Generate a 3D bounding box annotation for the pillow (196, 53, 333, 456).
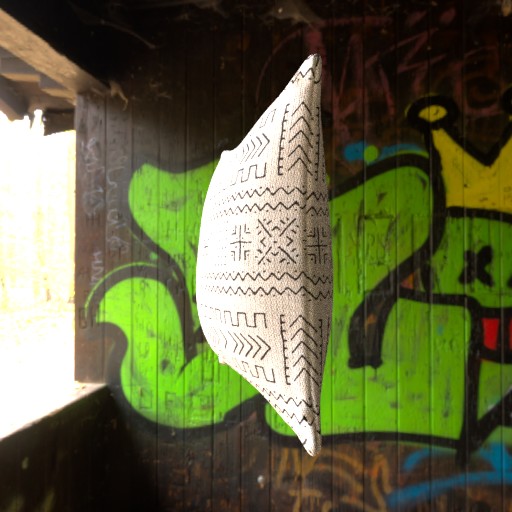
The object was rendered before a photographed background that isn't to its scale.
[{"bbox_3d":[0.000,0.000,0.675,0.164,0.430,0.438,0,-1,-17],"label":"pillow"}]
